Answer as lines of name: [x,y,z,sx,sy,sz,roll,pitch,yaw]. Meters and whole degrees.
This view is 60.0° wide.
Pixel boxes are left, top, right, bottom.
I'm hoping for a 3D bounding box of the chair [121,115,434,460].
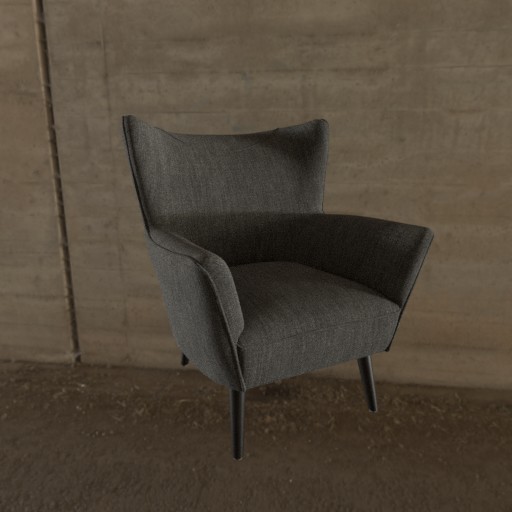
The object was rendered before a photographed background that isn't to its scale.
chair: [0.000,0.000,1.535,0.781,0.933,0.888,-8,17,-26]
